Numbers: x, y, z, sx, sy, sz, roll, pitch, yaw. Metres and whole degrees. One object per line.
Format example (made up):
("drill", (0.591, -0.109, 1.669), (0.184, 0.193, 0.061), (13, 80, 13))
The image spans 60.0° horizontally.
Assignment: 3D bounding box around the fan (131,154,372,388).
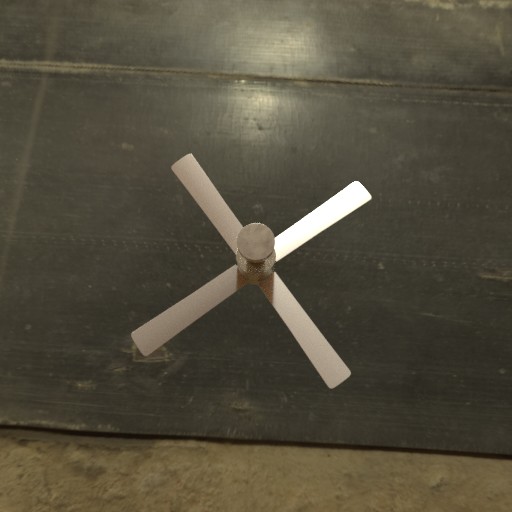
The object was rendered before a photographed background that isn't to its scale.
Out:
("fan", (0.000, 0.000, 2.251), (1.525, 0.539, 1.525), (-34, 78, -8))
